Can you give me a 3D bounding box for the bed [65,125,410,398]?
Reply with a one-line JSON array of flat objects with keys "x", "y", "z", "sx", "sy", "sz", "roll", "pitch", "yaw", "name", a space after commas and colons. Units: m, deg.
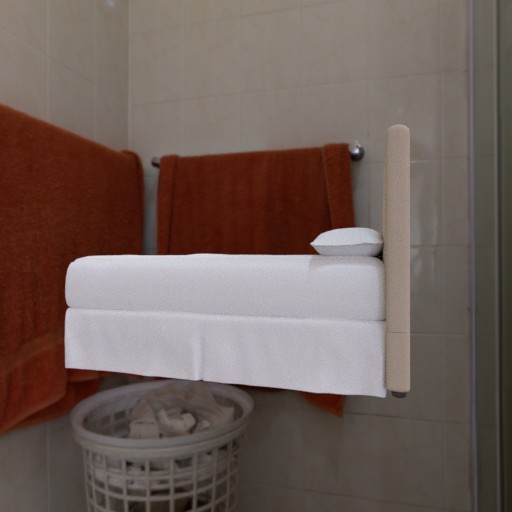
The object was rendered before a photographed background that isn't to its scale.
[{"x": 0.000, "y": 0.000, "z": 3.160, "sx": 2.052, "sy": 1.398, "sz": 1.678, "roll": 0, "pitch": 0, "yaw": 18, "name": "bed"}]
